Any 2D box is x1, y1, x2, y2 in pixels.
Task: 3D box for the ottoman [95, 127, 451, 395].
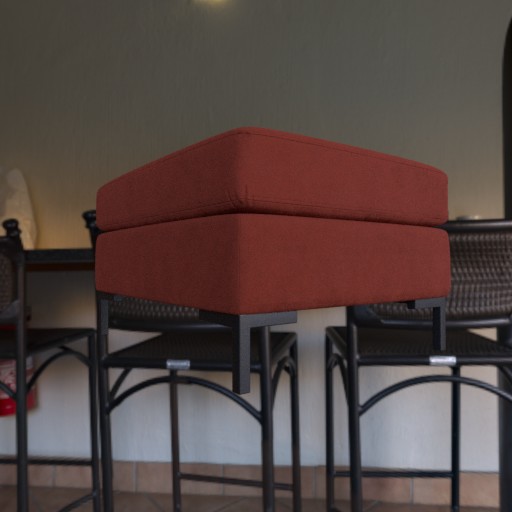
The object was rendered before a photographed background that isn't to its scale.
[{"bbox_3d":[0.000,0.000,1.198,0.650,0.462,0.782,0,-1,-37],"label":"ottoman"}]
